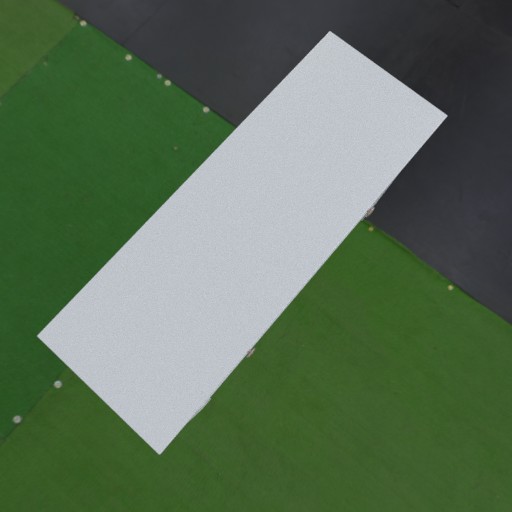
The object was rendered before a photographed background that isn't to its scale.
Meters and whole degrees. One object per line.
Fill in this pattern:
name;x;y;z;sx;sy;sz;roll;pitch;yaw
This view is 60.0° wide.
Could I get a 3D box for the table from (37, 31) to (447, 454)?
table;0.000;0.000;1.437;0.397;0.753;1.068;40;80;9
